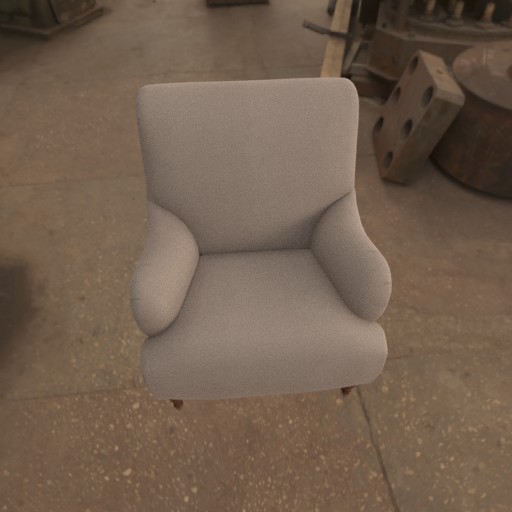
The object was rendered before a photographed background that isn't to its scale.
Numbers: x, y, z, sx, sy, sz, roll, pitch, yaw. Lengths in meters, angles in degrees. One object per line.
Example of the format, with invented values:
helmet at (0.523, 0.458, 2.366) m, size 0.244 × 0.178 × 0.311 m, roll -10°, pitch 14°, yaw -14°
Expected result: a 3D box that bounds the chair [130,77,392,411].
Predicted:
chair at (0.000, 0.000, 1.534) m, size 0.766 × 0.942 × 0.842 m, roll -3°, pitch 45°, yaw -3°
